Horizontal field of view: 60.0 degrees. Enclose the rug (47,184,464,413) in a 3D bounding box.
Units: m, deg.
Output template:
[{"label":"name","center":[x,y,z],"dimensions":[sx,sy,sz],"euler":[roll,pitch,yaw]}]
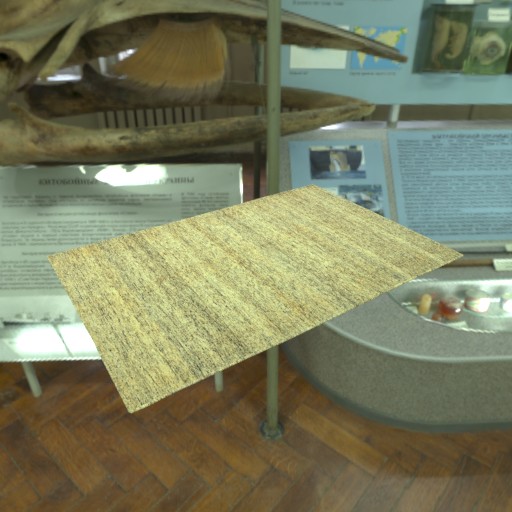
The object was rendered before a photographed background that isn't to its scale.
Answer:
[{"label":"rug","center":[0.000,0.000,2.355],"dimensions":[1.846,0.014,1.243],"euler":[-19,35,-29]}]
